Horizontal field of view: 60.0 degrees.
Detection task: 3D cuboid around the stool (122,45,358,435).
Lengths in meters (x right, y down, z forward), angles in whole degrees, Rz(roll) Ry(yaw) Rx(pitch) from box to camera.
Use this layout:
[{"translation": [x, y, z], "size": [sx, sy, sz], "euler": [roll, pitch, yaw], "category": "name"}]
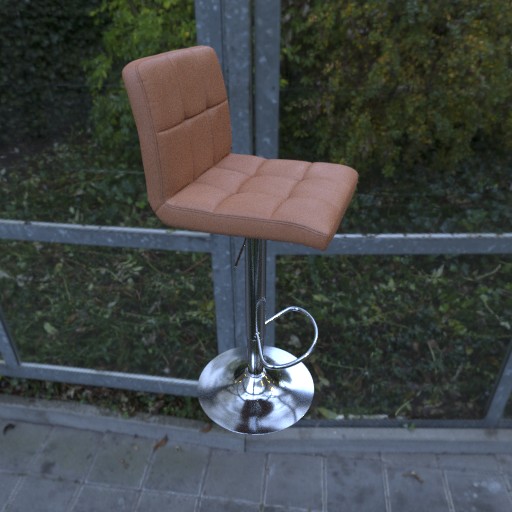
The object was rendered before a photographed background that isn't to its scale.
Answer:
[{"translation": [0.000, 0.000, 1.340], "size": [0.505, 1.115, 0.430], "euler": [11, 33, 17], "category": "stool"}]
